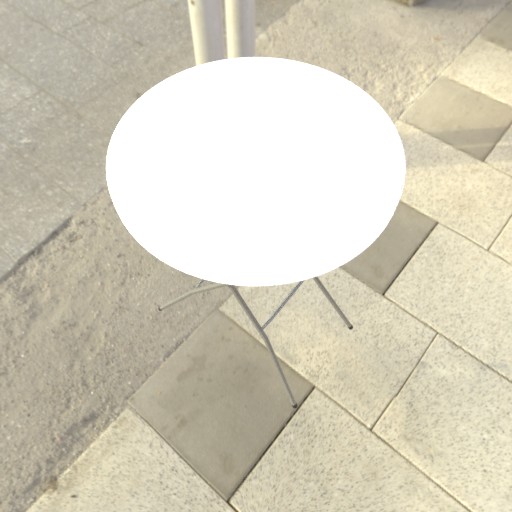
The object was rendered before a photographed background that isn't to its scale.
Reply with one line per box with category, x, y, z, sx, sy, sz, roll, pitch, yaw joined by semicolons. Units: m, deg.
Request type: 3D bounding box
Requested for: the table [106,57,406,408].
table;0.000;0.000;1.652;0.795;1.105;0.792;33;64;19
